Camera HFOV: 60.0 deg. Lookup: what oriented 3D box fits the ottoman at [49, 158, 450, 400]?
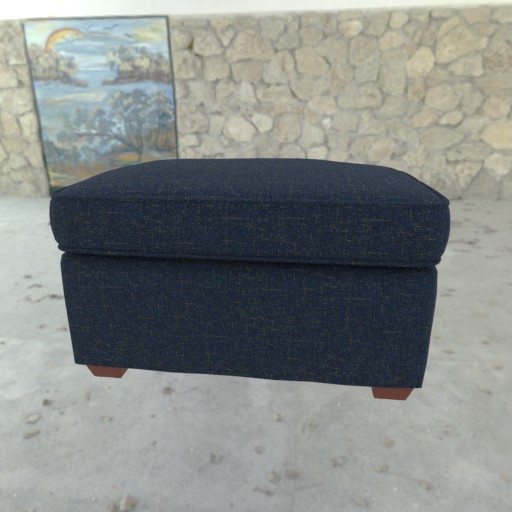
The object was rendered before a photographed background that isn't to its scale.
[{"bbox_3d":[0.000,0.000,1.071,0.749,0.450,0.549,2,18,7],"label":"ottoman"}]
